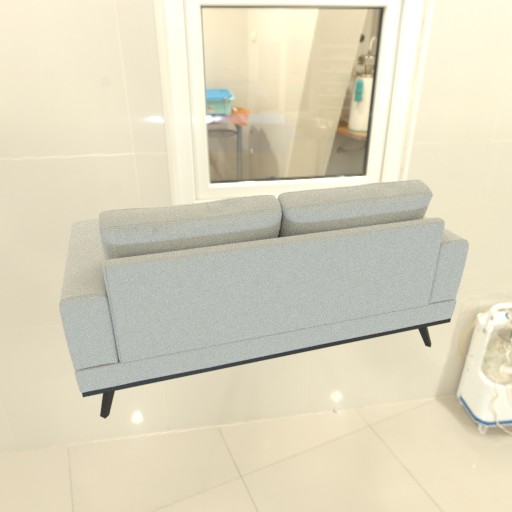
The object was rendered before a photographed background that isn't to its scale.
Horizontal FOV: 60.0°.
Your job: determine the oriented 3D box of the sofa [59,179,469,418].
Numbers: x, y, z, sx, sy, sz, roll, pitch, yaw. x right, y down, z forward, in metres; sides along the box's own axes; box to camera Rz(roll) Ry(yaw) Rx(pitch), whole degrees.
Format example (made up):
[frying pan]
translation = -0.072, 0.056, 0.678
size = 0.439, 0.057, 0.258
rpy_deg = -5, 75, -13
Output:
[sofa]
translation = 0.000, 0.000, 2.131
size = 1.650, 0.810, 0.920
rpy_deg = -8, 28, -15
